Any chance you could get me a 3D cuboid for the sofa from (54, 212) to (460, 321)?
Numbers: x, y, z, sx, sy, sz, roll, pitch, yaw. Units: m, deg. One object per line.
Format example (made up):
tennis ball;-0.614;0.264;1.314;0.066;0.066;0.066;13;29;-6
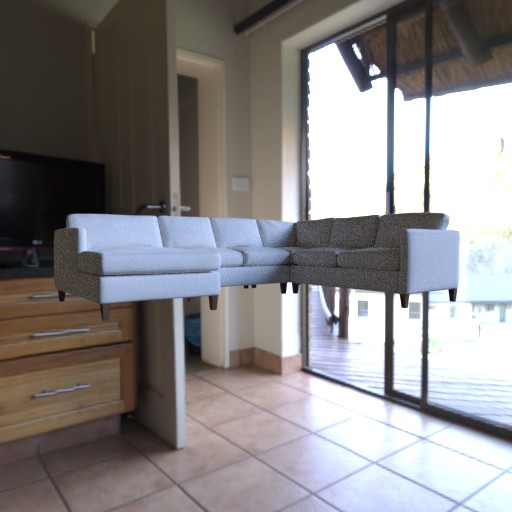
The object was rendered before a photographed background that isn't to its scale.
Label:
sofa;0.000;0.000;4.637;3.459;0.956;2.593;-1;2;-36
